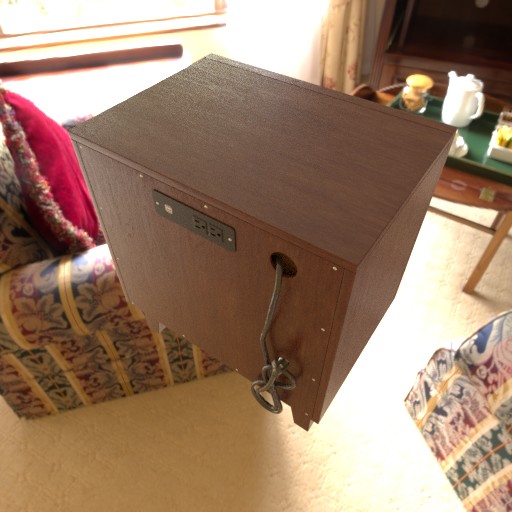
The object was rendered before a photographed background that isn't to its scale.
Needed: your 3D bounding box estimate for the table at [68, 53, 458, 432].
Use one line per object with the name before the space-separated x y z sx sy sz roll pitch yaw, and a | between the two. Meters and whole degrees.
table | 0.000 0.000 0.987 0.557 0.609 0.449 27 52 23
